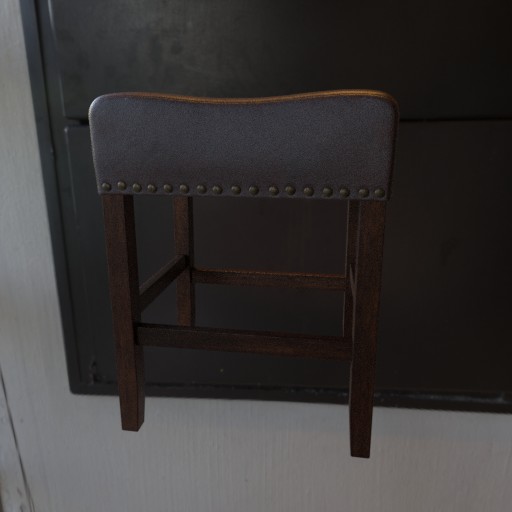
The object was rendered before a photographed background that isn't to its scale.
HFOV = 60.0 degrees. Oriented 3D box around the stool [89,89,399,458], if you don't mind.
[{"bbox_3d":[0.000,0.000,0.902,0.465,0.608,0.397,3,17,9],"label":"stool"}]
